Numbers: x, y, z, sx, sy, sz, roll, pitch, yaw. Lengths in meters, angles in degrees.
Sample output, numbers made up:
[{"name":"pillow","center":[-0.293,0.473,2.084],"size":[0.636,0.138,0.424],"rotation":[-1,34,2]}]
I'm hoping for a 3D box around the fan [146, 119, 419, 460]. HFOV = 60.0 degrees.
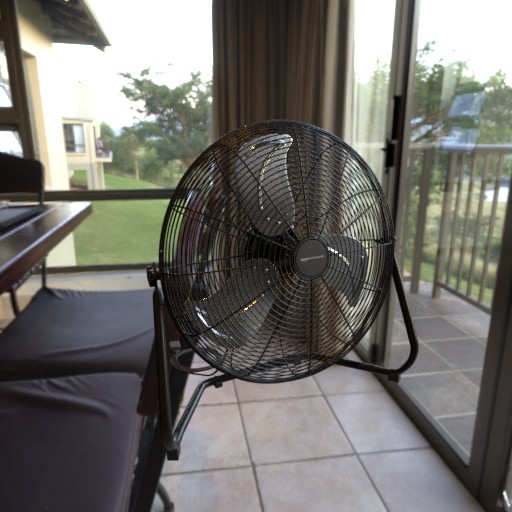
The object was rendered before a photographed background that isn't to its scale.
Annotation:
[{"name":"fan","center":[0.000,0.000,0.932],"size":[0.555,0.546,0.424],"rotation":[-8,18,-27]}]
